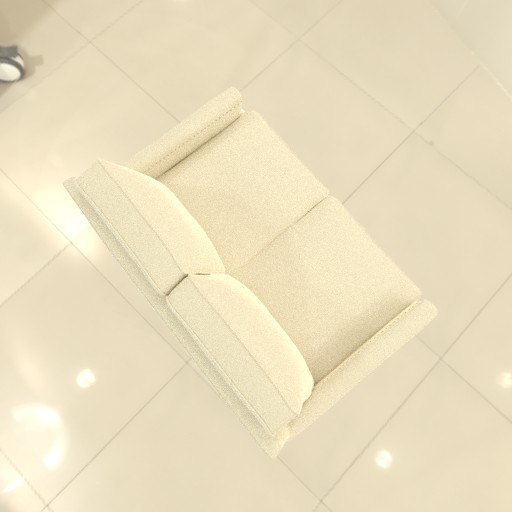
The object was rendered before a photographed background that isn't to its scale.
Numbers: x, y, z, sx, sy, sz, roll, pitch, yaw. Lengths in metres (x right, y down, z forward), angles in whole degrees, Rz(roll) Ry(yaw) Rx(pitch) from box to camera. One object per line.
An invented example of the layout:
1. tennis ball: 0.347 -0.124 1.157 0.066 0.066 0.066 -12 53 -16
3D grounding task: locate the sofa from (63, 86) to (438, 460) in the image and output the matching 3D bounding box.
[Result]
1. sofa: 0.000 0.000 2.284 1.084 1.003 1.597 -38 78 -9
